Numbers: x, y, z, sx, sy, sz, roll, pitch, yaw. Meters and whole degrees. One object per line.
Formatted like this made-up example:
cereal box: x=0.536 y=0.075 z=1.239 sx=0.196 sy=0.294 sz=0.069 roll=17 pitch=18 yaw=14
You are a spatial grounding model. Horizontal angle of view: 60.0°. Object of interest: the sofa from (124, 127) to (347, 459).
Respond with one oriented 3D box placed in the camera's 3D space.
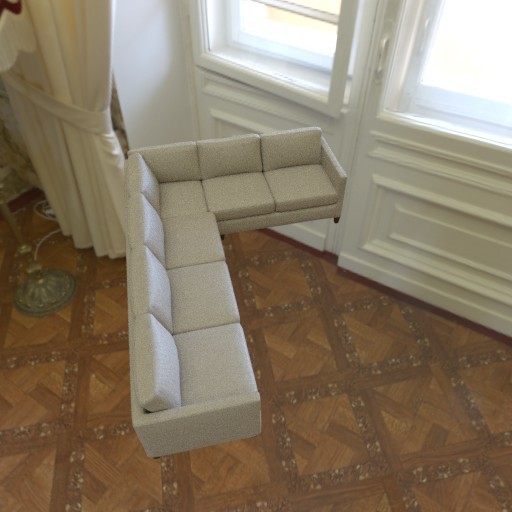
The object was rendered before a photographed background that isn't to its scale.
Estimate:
sofa: x=0.000 y=0.000 z=4.501 sx=2.522 sy=0.934 sz=3.333 roll=-9 pitch=47 yaw=-9
